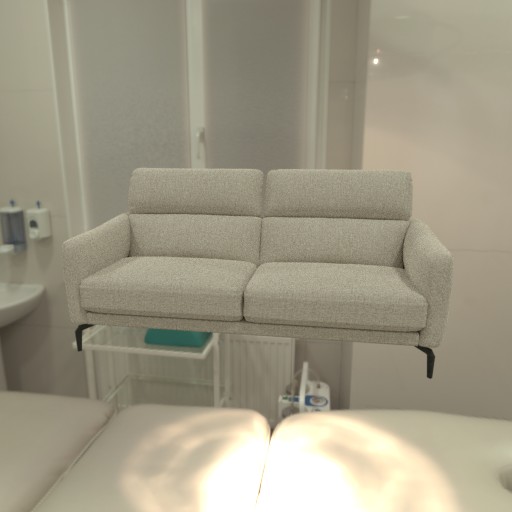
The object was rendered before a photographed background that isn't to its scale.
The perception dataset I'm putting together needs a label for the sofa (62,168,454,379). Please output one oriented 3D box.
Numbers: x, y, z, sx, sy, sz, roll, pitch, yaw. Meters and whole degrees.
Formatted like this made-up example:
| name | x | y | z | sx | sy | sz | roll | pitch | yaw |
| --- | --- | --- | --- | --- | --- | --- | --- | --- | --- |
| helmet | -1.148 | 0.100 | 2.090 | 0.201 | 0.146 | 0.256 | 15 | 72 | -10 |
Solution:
| name | x | y | z | sx | sy | sz | roll | pitch | yaw |
| --- | --- | --- | --- | --- | --- | --- | --- | --- | --- |
| sofa | 0.000 | 0.000 | 2.557 | 2.015 | 0.956 | 0.856 | 2 | 14 | 9 |
